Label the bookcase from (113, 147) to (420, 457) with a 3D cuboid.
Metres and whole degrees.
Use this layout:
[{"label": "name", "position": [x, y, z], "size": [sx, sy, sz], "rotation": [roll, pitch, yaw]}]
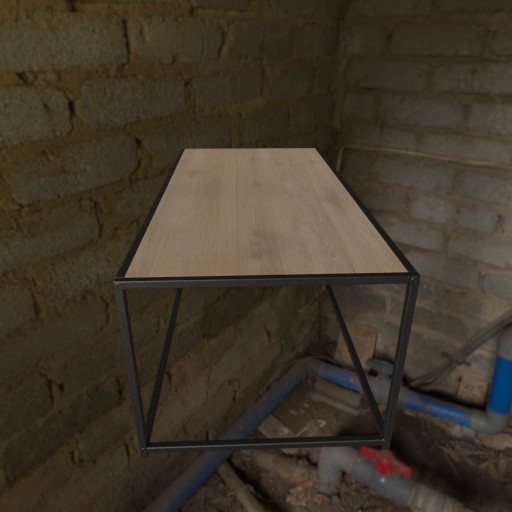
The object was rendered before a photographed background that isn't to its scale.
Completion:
[{"label": "bookcase", "position": [0.000, 0.000, 1.253], "size": [0.500, 0.400, 1.000], "rotation": [-1, 26, -2]}]
